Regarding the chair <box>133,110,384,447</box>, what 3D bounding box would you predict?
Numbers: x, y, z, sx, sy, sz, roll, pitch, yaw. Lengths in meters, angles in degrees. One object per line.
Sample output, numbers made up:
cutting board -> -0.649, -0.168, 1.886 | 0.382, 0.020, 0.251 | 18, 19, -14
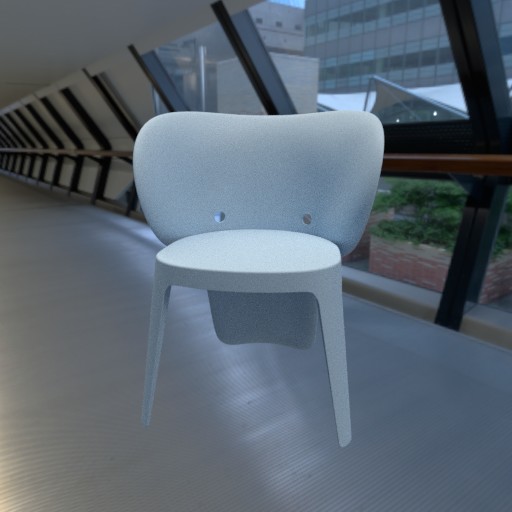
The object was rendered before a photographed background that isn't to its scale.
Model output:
chair -> 0.000, 0.000, 0.863 | 0.451, 0.554, 0.402 | 2, 15, 8
